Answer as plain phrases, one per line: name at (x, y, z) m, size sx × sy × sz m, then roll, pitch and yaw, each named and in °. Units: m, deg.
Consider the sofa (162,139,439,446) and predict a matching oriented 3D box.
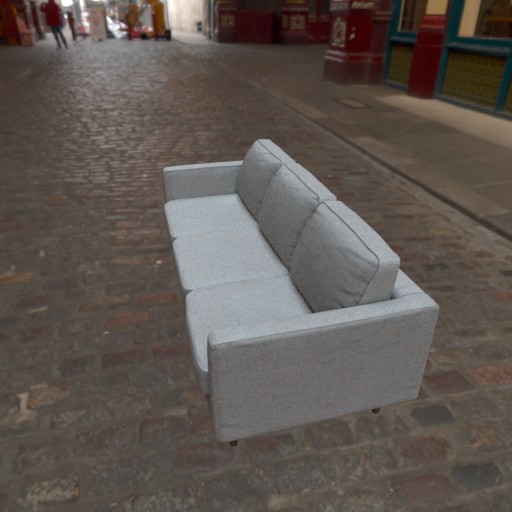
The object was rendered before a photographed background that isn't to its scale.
sofa at (0.000, 0.000, 2.556) m, size 0.944 × 0.918 × 1.983 m, roll -8°, pitch 30°, yaw -13°
